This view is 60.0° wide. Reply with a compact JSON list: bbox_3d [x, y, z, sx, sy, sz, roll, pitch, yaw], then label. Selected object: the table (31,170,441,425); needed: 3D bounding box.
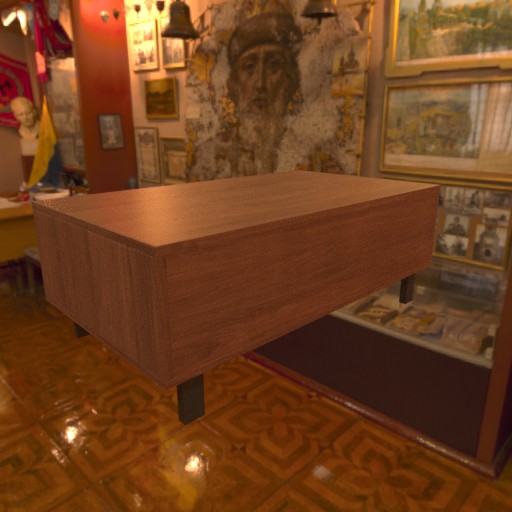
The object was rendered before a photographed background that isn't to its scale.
[{"bbox_3d":[0.000,0.000,1.307,1.020,0.380,0.600,-16,23,-41],"label":"table"}]
